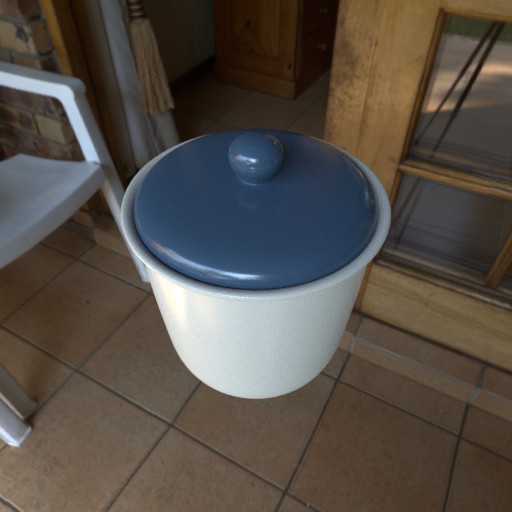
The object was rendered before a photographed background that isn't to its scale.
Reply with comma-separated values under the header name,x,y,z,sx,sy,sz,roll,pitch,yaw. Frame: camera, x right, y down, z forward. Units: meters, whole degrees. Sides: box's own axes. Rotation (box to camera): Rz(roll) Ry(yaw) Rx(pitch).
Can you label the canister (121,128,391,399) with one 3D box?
name,x,y,z,sx,sy,sz,roll,pitch,yaw
canister,0.000,0.000,0.346,0.182,0.208,0.182,0,45,0
